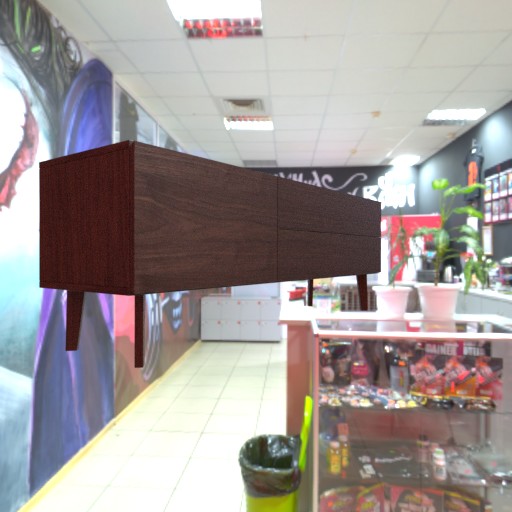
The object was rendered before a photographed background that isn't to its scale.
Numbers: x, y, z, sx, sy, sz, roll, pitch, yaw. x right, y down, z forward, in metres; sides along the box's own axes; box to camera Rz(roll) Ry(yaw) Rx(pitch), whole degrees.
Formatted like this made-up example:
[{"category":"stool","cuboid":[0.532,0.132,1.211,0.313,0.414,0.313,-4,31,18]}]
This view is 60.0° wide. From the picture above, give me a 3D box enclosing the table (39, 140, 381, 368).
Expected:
[{"category":"table","cuboid":[0.000,0.000,1.625,0.405,0.508,1.397,0,0,37]}]
